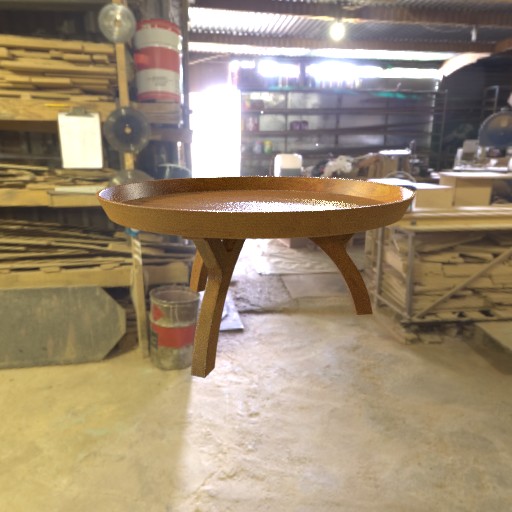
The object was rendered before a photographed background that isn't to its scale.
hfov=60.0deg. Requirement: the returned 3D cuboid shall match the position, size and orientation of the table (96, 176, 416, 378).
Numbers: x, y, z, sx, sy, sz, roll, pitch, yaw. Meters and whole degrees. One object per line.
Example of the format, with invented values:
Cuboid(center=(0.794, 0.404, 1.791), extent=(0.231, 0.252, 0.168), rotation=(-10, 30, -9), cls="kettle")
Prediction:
Cuboid(center=(0.000, 0.000, 1.546), extent=(1.016, 0.470, 1.016), rotation=(0, 15, 0), cls="table")
